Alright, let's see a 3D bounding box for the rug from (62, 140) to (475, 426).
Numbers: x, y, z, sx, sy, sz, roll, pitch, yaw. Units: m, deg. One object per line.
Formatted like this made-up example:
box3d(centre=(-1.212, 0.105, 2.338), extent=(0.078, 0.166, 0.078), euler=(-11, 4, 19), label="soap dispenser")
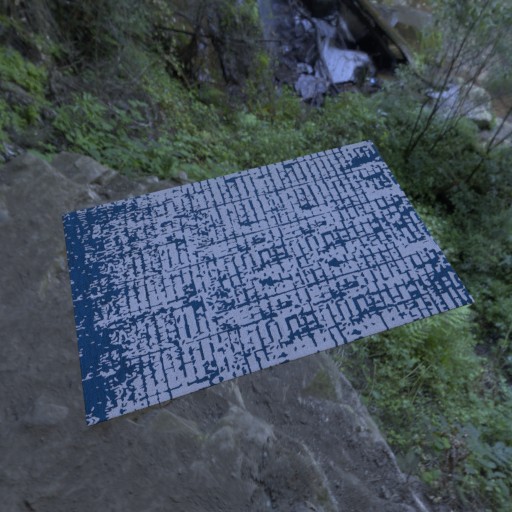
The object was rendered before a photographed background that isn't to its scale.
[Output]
box3d(centre=(0.000, 0.000, 2.998), extent=(2.435, 0.011, 1.517), euler=(-15, 60, -9), label="rug")
